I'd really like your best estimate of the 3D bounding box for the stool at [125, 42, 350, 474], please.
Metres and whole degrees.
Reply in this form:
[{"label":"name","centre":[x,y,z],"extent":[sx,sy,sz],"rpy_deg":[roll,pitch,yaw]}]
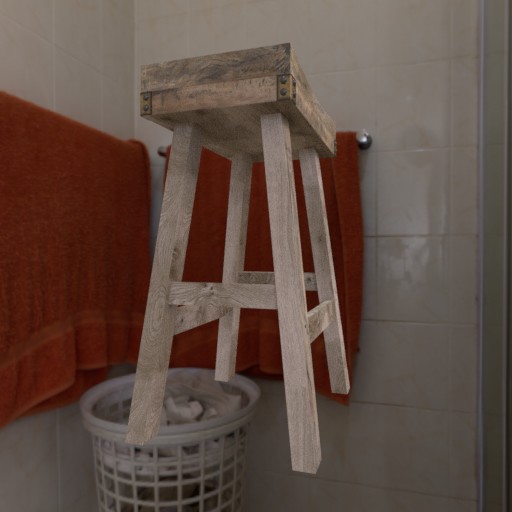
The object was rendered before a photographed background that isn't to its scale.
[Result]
[{"label":"stool","centre":[0.000,0.000,0.903],"extent":[0.330,0.635,0.450],"rpy_deg":[0,1,19]}]
